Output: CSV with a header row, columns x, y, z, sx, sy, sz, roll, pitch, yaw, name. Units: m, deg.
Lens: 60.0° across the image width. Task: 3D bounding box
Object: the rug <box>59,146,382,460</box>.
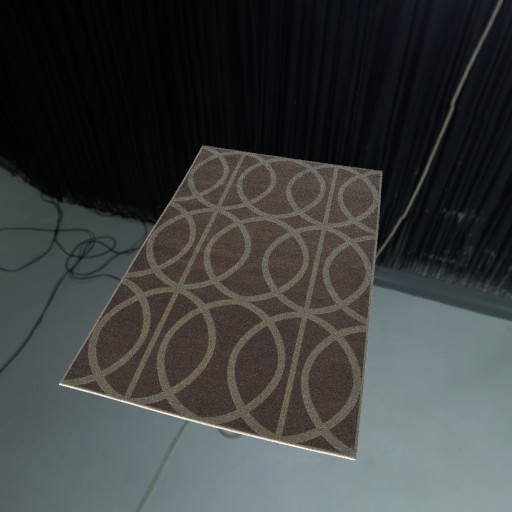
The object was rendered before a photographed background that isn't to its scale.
x,y,z,sx,sy,sz,roll,pitch,yaw,name
0.000,0.000,2.906,1.526,0.014,2.290,10,48,10,rug
